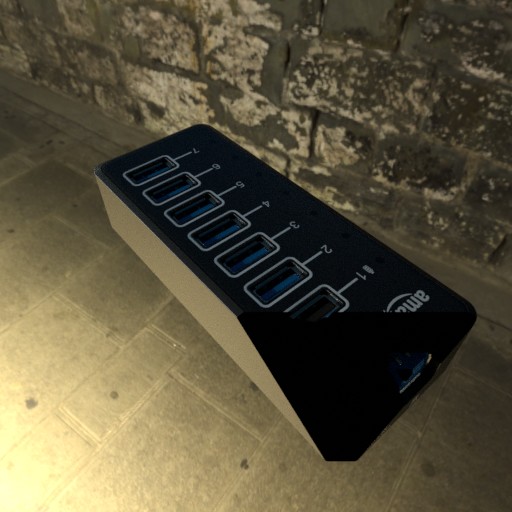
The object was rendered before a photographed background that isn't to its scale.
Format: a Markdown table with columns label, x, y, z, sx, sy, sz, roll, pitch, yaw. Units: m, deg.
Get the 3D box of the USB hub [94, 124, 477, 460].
| label | x | y | z | sx | sy | sz | roll | pitch | yaw |
| --- | --- | --- | --- | --- | --- | --- | --- | --- | --- |
| USB hub | 0.000 | 0.000 | 0.128 | 0.044 | 0.023 | 0.110 | -32 | 54 | -26 |
